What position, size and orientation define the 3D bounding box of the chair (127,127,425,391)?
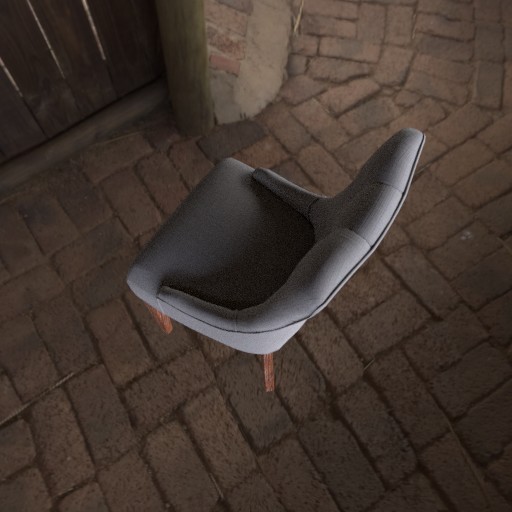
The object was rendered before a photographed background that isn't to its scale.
[{"bbox_3d":[0.000,0.000,1.217,0.565,0.874,0.509,29,66,14],"label":"chair"}]
